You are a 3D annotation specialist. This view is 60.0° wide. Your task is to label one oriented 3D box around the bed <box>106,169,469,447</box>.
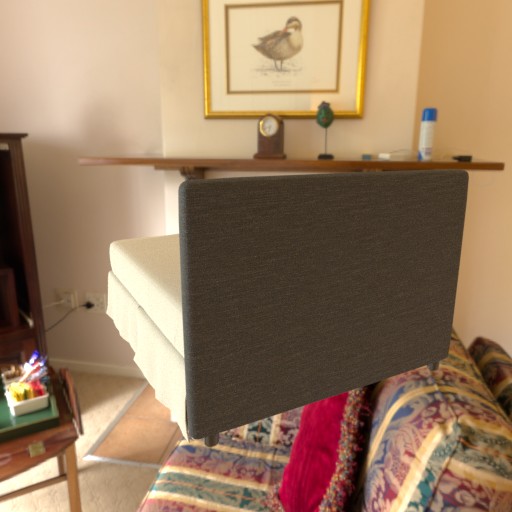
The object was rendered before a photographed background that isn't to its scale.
[{"bbox_3d":[0.000,0.000,3.302,1.884,1.330,2.142,-8,16,-28],"label":"bed"}]
